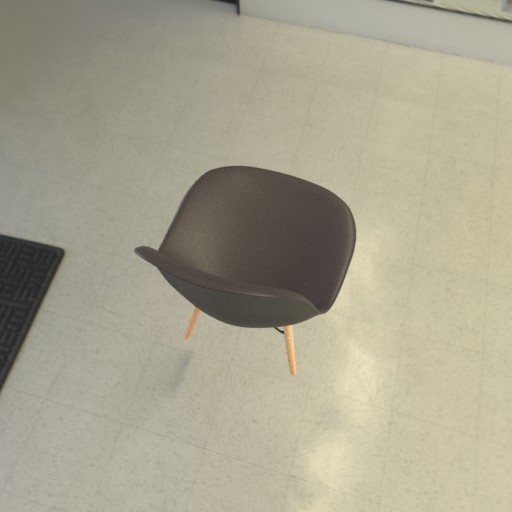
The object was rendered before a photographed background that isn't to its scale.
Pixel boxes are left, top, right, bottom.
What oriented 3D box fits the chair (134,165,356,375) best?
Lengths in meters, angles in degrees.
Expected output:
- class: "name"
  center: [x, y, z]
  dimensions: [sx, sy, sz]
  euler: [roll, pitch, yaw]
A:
- class: "chair"
  center: [0.000, 0.000, 1.145]
  dimensions: [0.470, 0.825, 0.533]
  euler: [17, 65, 8]
